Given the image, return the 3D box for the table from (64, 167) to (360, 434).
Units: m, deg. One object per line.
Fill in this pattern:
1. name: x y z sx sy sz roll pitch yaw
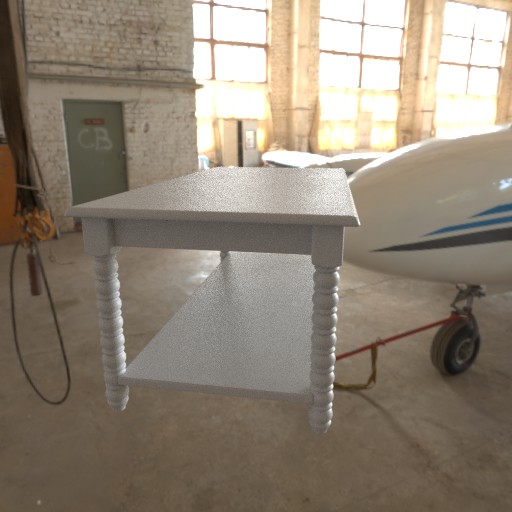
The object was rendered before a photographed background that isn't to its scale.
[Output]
1. table: 0.000 0.000 1.451 0.580 0.487 1.171 3 16 9
